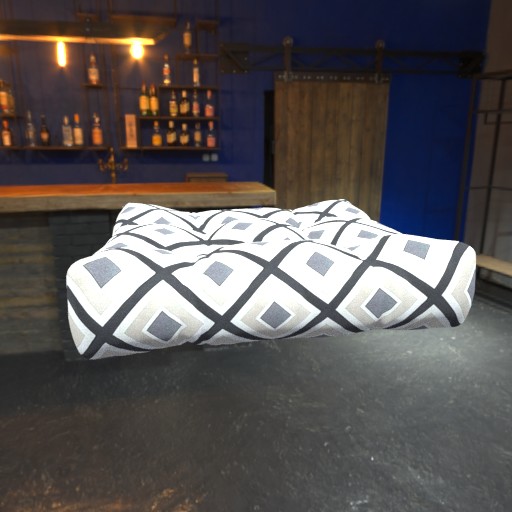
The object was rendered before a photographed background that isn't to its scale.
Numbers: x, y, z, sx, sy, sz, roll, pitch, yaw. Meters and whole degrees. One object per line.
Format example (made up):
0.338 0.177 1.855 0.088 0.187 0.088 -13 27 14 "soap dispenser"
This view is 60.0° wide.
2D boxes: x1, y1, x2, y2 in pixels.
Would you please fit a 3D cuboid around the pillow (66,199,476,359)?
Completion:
0.000 0.000 0.723 0.490 0.128 0.468 -2 15 -9 "pillow"
